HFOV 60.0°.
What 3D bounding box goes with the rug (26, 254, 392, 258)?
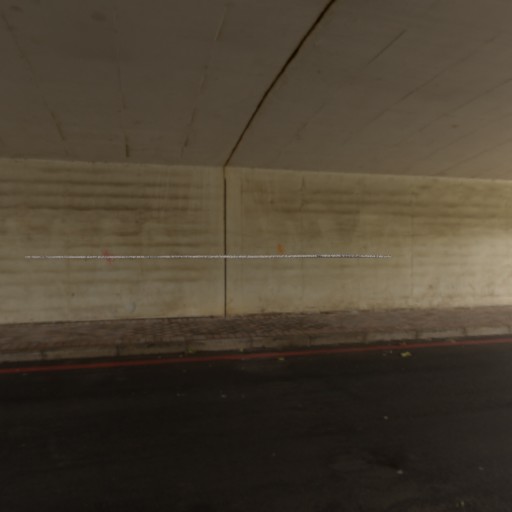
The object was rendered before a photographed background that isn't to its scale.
[{"bbox_3d":[0.000,0.000,4.180,2.430,0.030,3.054,0,0,17],"label":"rug"}]
